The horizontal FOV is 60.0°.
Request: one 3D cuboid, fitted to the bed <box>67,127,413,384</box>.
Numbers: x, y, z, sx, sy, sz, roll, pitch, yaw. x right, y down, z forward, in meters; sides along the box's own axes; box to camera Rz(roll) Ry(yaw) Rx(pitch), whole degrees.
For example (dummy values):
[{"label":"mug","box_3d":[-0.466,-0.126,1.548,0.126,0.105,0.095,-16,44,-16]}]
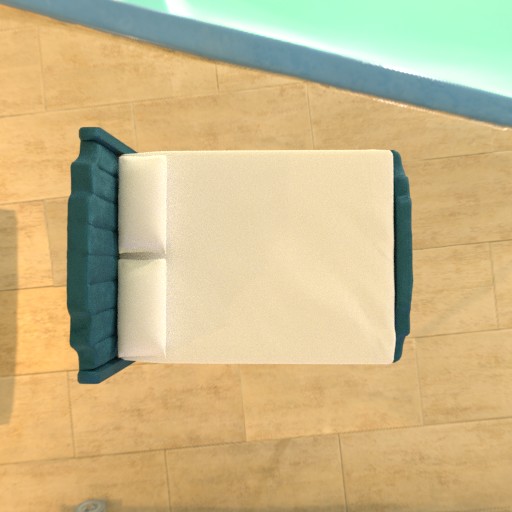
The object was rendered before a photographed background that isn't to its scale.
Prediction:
[{"label":"bed","box_3d":[0.000,0.000,3.335,2.322,1.338,1.678,0,89,1]}]
